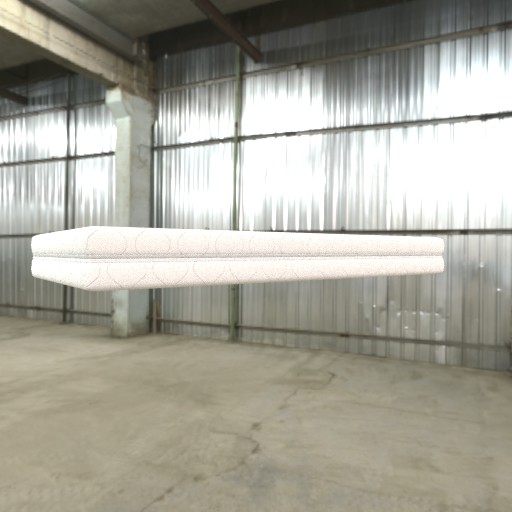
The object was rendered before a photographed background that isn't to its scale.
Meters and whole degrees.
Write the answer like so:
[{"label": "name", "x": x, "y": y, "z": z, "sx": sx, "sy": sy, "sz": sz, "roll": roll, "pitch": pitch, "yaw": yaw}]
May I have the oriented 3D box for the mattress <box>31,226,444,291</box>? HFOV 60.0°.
[{"label": "mattress", "x": 0.000, "y": 0.000, "z": 2.227, "sx": 1.900, "sy": 0.200, "sz": 0.900, "roll": 0, "pitch": 1, "yaw": -36}]
